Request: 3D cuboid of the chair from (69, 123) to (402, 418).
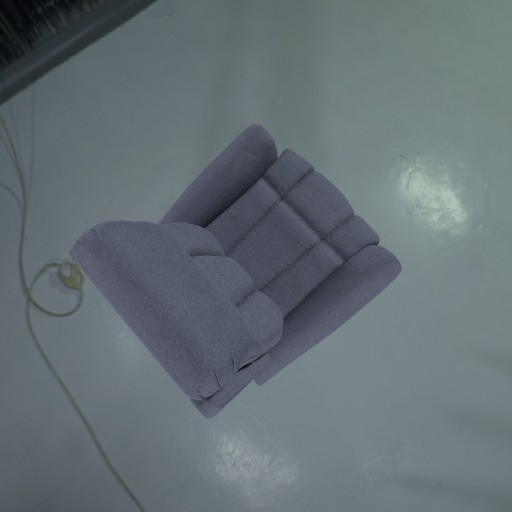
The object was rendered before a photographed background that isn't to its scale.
[{"bbox_3d":[0.000,0.000,1.758,0.979,1.031,0.871,-41,79,-10],"label":"chair"}]
